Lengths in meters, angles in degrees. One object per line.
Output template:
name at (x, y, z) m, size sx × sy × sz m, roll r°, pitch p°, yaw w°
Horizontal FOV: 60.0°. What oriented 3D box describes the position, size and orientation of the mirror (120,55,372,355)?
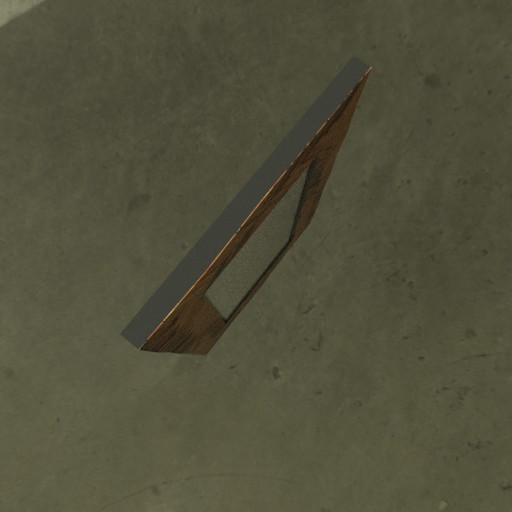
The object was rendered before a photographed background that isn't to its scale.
mirror at (0.000, 0.000, 1.158) m, size 0.044 × 0.912 × 0.606 m, roll 37°, pitch 80°, yaw 8°
